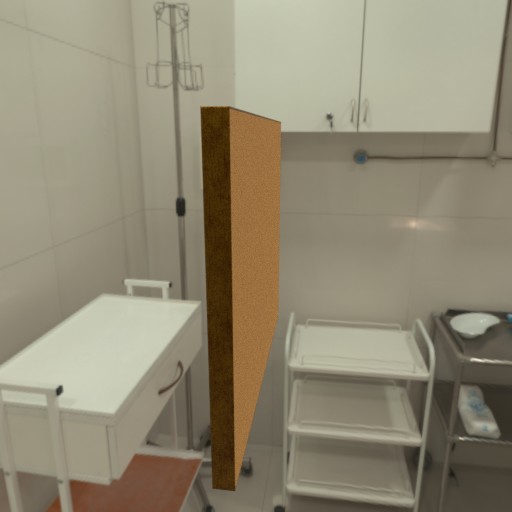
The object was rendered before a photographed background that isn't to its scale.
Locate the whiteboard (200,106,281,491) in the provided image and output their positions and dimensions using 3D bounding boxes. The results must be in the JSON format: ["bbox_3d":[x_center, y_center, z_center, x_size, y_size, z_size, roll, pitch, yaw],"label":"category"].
[{"bbox_3d":[0.000,0.000,0.764,0.029,0.457,0.561,2,15,8],"label":"whiteboard"}]
